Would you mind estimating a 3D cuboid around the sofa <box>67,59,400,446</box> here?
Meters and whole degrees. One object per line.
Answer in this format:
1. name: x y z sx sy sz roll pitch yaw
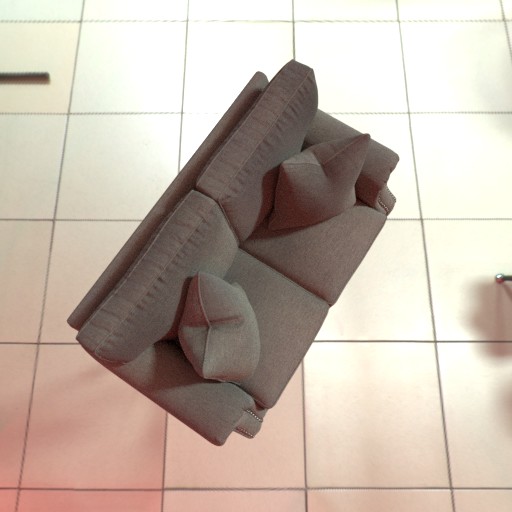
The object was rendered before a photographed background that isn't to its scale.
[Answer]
1. sofa: 0.000 0.000 2.282 0.966 0.966 1.701 32 76 9
